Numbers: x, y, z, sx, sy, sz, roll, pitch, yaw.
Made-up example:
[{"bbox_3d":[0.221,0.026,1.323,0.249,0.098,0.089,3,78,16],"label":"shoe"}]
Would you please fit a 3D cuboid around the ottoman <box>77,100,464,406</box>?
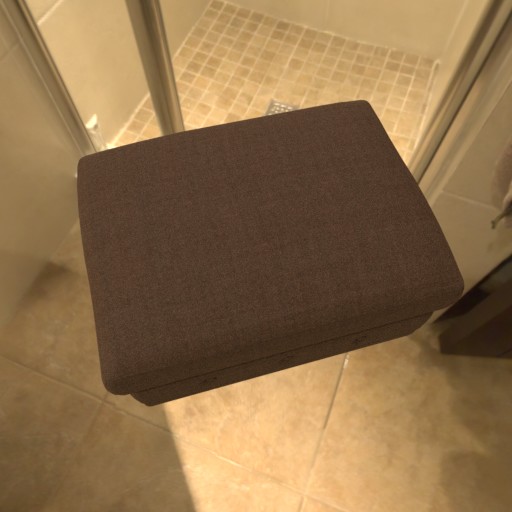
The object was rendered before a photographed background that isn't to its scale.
[{"bbox_3d":[0.000,0.000,1.204,0.809,0.555,0.599,-14,63,-7],"label":"ottoman"}]
